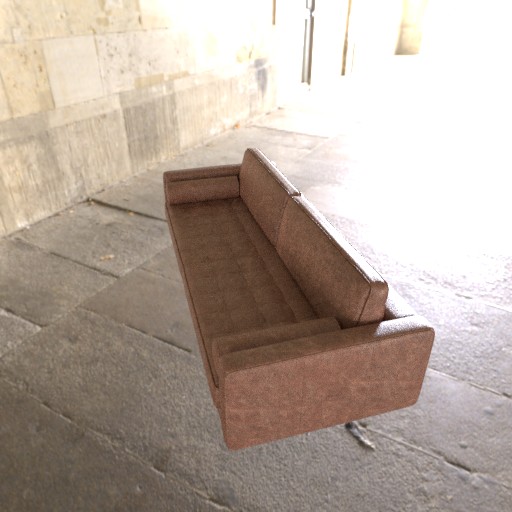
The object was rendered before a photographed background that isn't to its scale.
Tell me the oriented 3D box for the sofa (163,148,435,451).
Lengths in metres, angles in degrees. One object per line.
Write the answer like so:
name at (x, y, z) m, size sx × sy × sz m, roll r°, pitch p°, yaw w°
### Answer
sofa at (0.000, 0.000, 2.687) m, size 0.914 × 0.762 × 2.210 m, roll -8°, pitch 32°, yaw -14°
